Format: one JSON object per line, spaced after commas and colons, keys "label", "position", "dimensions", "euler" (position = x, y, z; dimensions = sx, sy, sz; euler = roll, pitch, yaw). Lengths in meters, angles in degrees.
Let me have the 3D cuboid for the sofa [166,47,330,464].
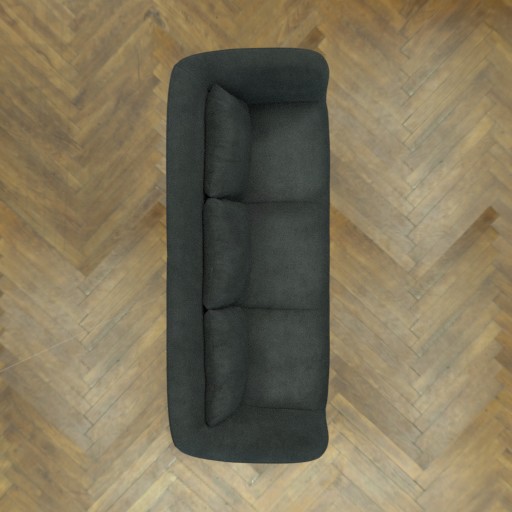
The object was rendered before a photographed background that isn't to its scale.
{"label": "sofa", "position": [0.000, 0.000, 2.744], "dimensions": [0.956, 0.875, 2.296], "euler": [0, 91, 0]}
